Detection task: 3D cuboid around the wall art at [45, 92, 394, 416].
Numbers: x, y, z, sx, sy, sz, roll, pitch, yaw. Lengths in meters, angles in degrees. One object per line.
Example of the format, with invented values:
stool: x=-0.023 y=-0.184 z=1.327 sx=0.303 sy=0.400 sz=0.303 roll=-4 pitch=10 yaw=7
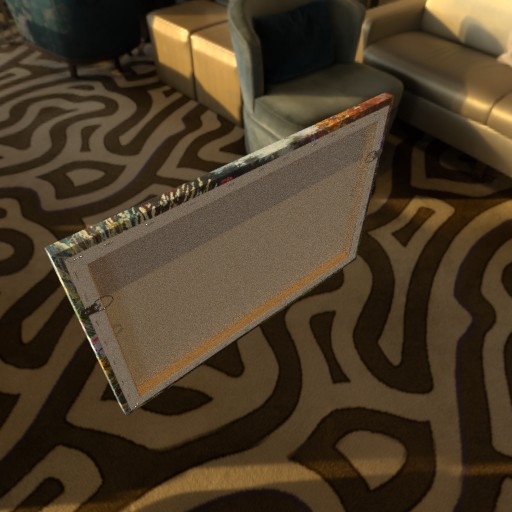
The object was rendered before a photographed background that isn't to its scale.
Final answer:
wall art: x=0.000 y=0.000 z=1.459 sx=1.136 sy=0.760 sz=0.042 roll=-31 pitch=53 yaw=-26
